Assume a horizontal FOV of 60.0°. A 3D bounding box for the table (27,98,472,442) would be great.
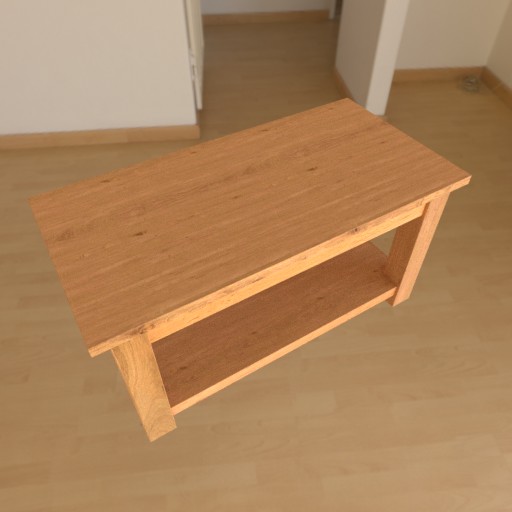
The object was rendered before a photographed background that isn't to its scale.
[{"bbox_3d":[0.000,0.000,1.161,0.899,0.452,0.450,-24,50,-21],"label":"table"}]
